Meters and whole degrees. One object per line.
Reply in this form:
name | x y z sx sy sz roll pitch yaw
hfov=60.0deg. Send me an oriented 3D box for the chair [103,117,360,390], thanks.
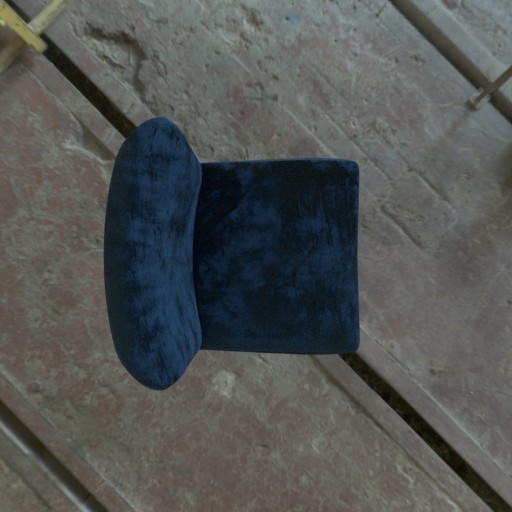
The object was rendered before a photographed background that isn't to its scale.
chair | 0.000 0.000 1.185 0.560 0.824 0.530 0 89 0
